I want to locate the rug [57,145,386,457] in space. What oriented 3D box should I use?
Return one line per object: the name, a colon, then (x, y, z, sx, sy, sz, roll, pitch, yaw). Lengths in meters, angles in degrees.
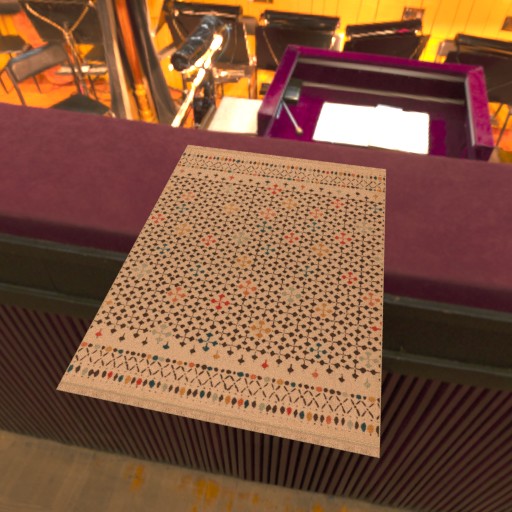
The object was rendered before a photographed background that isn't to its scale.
rug: (0.000, 0.000, 2.027, 1.146, 0.006, 1.556, 9, 49, 8)
